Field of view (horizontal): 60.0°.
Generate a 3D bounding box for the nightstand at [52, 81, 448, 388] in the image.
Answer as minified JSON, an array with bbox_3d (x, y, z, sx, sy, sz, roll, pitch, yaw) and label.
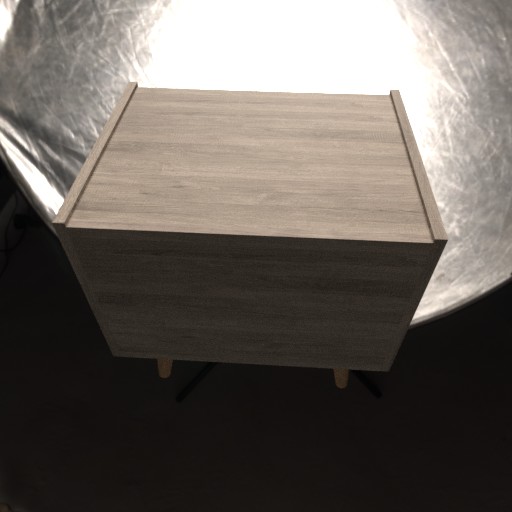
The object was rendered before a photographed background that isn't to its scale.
[{"bbox_3d":[0.000,0.000,0.848,0.480,0.500,0.380,3,47,2],"label":"nightstand"}]
